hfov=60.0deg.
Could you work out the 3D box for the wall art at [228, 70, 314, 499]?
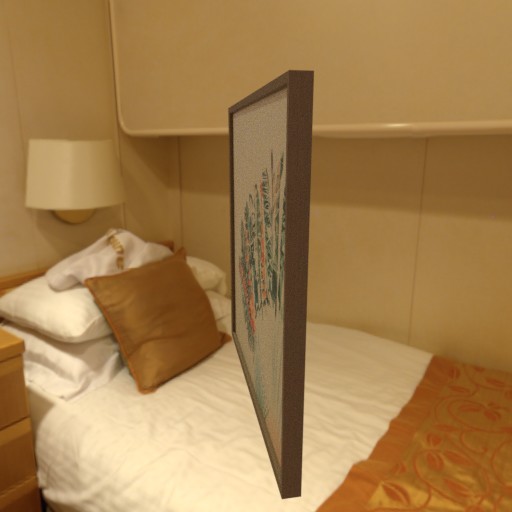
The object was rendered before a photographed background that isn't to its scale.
[{"bbox_3d":[0.000,0.000,1.112,0.038,0.758,0.761,-3,15,-10],"label":"wall art"}]
